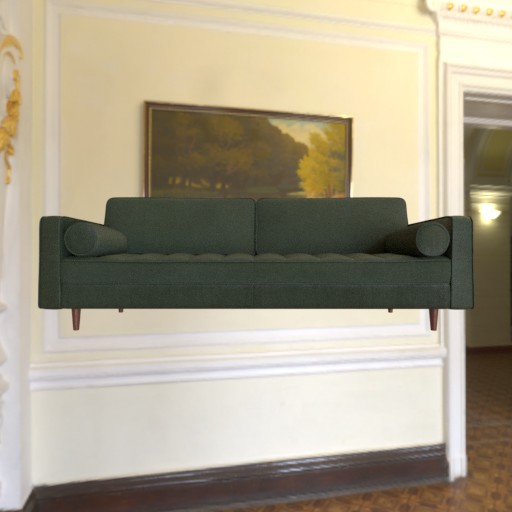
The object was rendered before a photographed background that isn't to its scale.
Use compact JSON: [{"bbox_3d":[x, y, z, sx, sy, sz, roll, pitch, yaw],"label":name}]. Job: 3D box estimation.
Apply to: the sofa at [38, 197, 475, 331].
[{"bbox_3d":[0.000,0.000,2.647,2.199,0.769,0.918,0,0,0],"label":"sofa"}]
